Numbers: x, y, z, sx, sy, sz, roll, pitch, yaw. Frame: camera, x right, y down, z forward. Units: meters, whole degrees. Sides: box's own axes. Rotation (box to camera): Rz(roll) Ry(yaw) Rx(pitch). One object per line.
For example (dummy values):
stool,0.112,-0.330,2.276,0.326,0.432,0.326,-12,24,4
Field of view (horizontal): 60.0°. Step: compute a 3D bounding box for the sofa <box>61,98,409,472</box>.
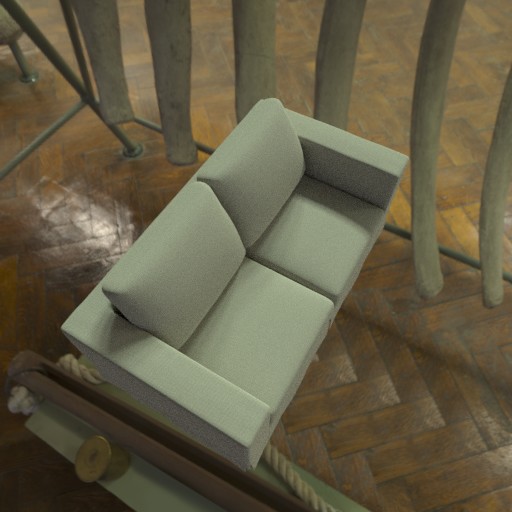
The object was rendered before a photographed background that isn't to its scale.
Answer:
sofa,0.000,0.000,2.420,1.009,0.932,1.813,27,62,15
